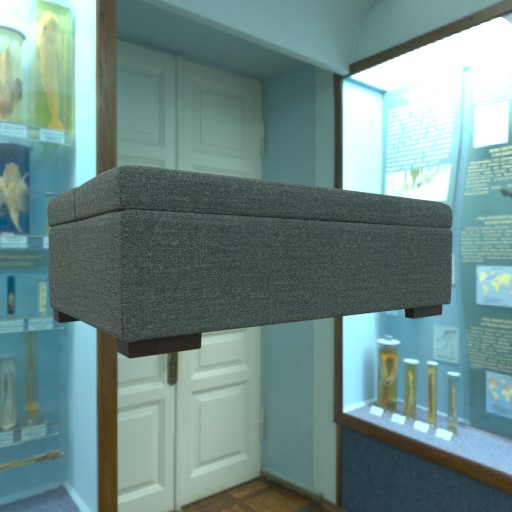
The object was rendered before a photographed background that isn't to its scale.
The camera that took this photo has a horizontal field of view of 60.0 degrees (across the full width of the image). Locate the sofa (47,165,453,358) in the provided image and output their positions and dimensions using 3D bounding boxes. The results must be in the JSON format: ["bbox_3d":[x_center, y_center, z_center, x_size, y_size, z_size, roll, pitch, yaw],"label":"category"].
[{"bbox_3d":[0.000,0.000,1.546,1.198,0.417,0.782,0,0,-36],"label":"sofa"}]
